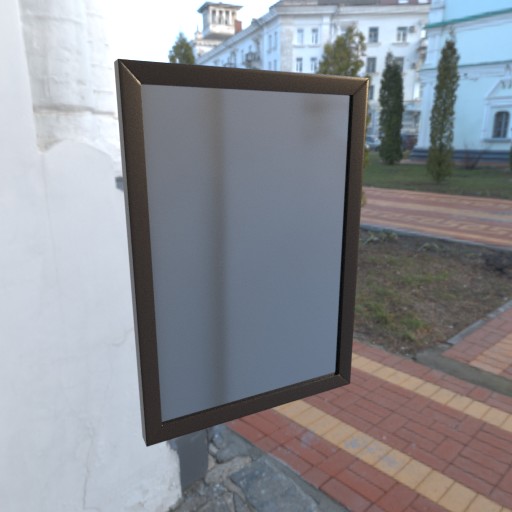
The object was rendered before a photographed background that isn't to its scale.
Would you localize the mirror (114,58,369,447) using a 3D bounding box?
[{"bbox_3d":[0.000,0.000,0.914,0.507,0.710,0.040,-8,17,-26],"label":"mirror"}]
